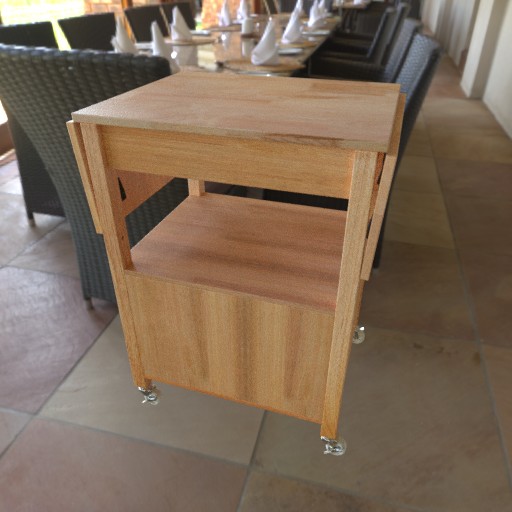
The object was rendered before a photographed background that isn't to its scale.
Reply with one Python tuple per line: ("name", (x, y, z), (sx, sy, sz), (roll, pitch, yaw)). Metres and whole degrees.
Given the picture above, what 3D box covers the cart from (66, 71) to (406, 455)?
("cart", (0.000, 0.000, 1.213), (0.640, 0.838, 0.508), (10, 33, 15))
